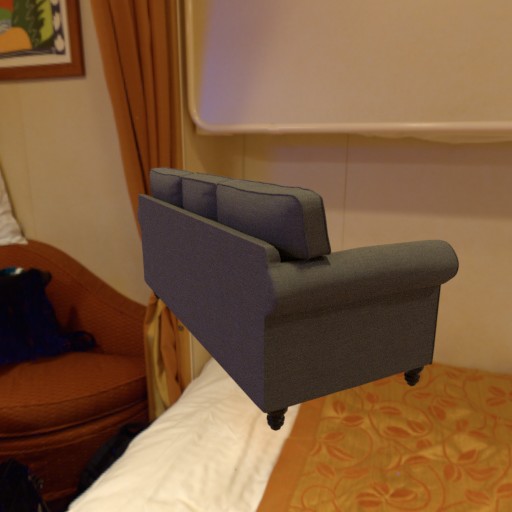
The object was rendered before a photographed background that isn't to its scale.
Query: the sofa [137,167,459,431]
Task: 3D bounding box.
[{"bbox_3d":[0.000,0.000,2.597,0.909,0.966,2.084,-7,16,-26],"label":"sofa"}]
